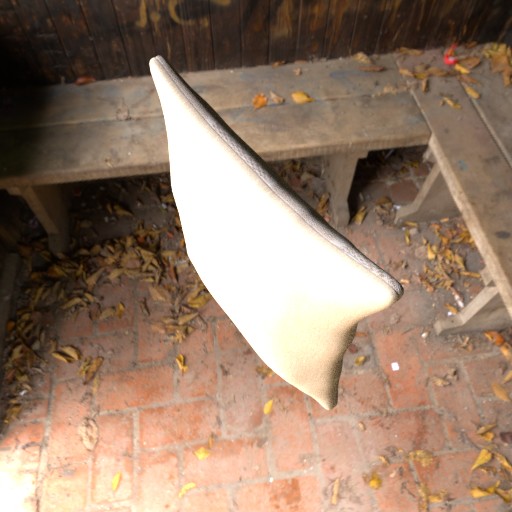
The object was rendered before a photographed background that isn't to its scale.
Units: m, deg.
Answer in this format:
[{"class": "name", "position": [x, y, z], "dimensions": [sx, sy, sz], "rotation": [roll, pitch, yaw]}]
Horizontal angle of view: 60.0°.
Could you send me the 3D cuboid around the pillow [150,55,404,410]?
[{"class": "pillow", "position": [0.000, 0.000, 0.666], "dimensions": [0.138, 0.432, 0.436], "rotation": [-32, 64, -18]}]
